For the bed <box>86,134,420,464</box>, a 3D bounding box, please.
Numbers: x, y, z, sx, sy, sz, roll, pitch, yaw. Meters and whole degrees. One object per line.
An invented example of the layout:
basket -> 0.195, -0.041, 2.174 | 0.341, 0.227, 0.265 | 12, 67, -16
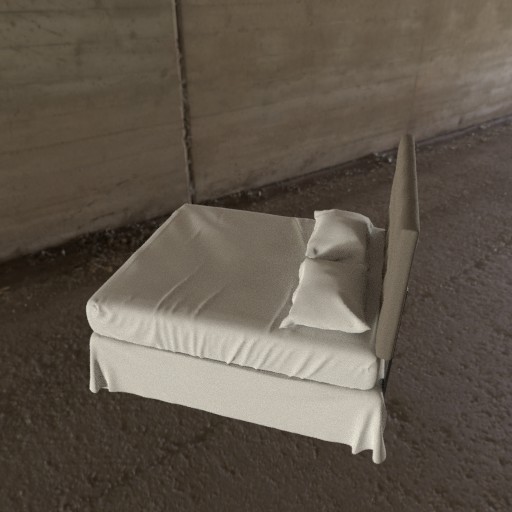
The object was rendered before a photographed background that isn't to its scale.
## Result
bed -> 0.000, 0.000, 3.369 | 2.222, 1.577, 1.936 | 9, 33, 14
